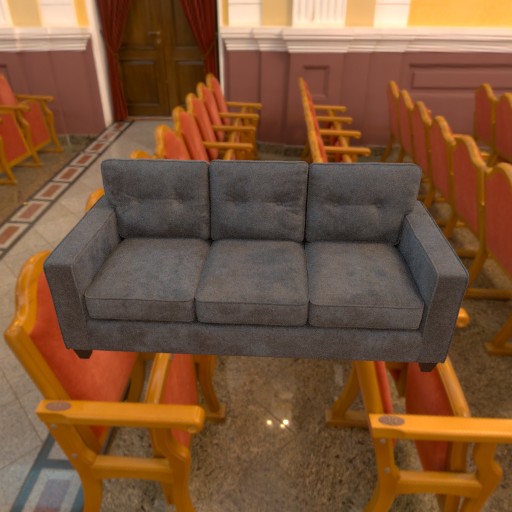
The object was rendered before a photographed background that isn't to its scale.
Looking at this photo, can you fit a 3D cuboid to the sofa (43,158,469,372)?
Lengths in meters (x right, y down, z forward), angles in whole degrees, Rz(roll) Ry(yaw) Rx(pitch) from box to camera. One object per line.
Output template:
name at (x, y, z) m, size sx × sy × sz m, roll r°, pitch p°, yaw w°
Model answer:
sofa at (0.000, 0.000, 2.637) m, size 2.133 × 0.965 × 0.939 m, roll 2°, pitch 31°, yaw 3°
